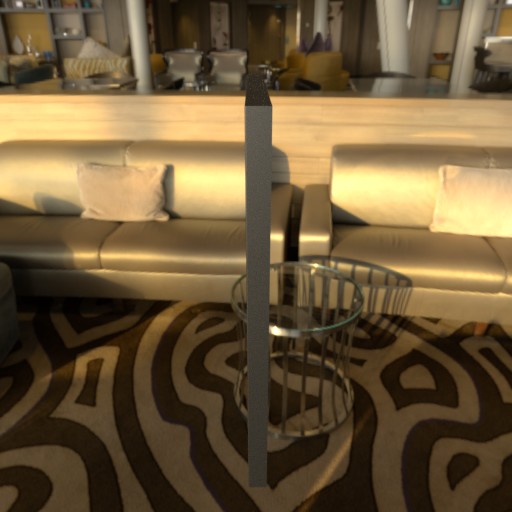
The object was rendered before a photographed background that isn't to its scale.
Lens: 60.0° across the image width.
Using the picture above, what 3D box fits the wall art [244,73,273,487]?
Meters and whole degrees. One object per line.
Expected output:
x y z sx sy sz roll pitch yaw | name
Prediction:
0.000 0.000 0.702 0.025 0.508 0.432 0 26 -1 | wall art
